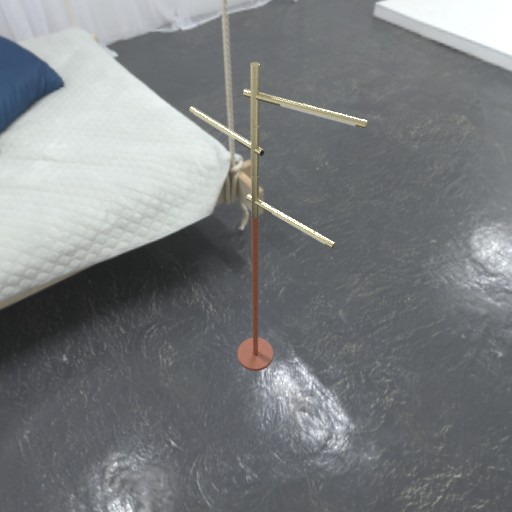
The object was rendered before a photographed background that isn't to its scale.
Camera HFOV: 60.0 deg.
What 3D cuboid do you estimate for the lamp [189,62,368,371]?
[{"bbox_3d":[0.000,0.000,1.969,0.737,1.704,0.209,26,52,22],"label":"lamp"}]
